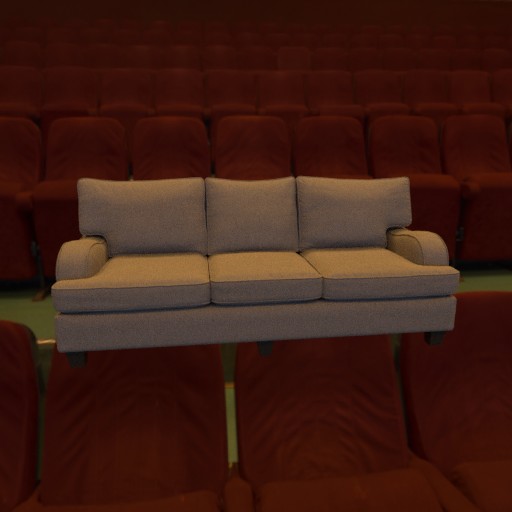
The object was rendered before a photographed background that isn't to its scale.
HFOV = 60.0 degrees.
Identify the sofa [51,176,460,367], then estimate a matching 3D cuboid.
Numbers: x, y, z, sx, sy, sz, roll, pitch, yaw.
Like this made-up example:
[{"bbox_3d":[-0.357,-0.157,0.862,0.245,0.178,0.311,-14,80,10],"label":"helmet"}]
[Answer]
[{"bbox_3d":[0.000,0.000,2.903,2.323,0.991,1.016,-2,14,-7],"label":"sofa"}]
